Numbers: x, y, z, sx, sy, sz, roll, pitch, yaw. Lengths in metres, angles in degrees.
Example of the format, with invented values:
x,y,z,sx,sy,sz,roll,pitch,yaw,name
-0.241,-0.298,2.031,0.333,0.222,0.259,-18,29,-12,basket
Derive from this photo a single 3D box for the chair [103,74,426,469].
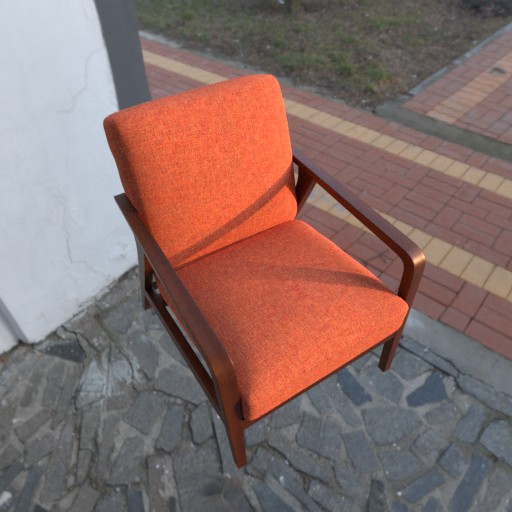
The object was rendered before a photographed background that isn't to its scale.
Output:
x,y,z,sx,sy,sz,roll,pitch,yaw,name
0.000,0.000,1.489,0.719,0.890,0.860,-25,50,-23,chair
